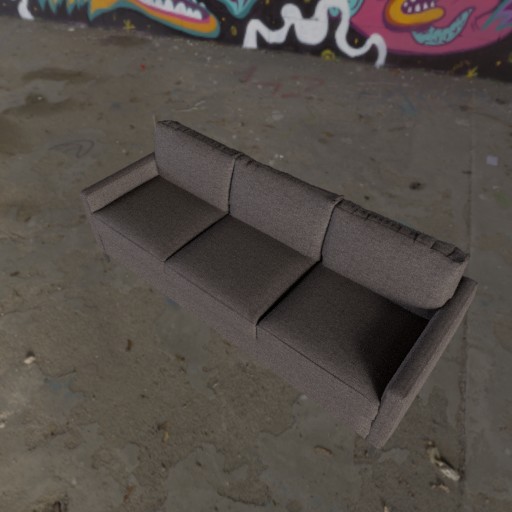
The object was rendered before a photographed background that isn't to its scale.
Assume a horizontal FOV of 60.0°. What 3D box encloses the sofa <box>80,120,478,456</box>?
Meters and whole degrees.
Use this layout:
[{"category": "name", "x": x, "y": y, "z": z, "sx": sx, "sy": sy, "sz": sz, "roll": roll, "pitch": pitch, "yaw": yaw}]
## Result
[{"category": "sofa", "x": 0.000, "y": 0.000, "z": 2.637, "sx": 2.253, "sy": 0.882, "sz": 0.876, "roll": 30, "pitch": 52, "yaw": 27}]
